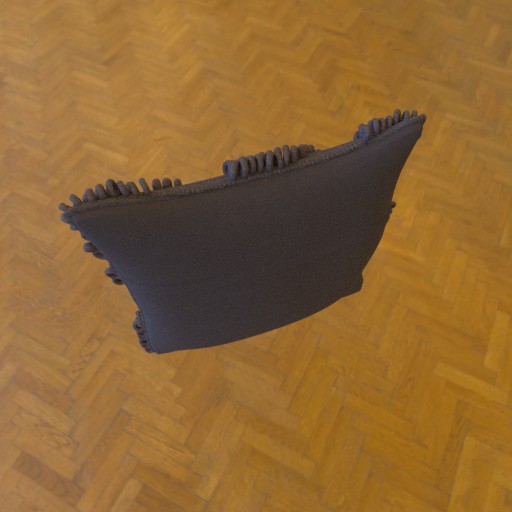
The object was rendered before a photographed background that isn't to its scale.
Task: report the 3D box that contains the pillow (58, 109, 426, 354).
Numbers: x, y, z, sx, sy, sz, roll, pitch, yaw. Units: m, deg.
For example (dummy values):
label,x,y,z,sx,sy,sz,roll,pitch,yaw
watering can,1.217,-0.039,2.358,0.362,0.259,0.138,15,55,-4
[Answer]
label,x,y,z,sx,sy,sz,roll,pitch,yaw
pillow,0.000,0.000,0.719,0.470,0.467,0.172,-16,60,-10
